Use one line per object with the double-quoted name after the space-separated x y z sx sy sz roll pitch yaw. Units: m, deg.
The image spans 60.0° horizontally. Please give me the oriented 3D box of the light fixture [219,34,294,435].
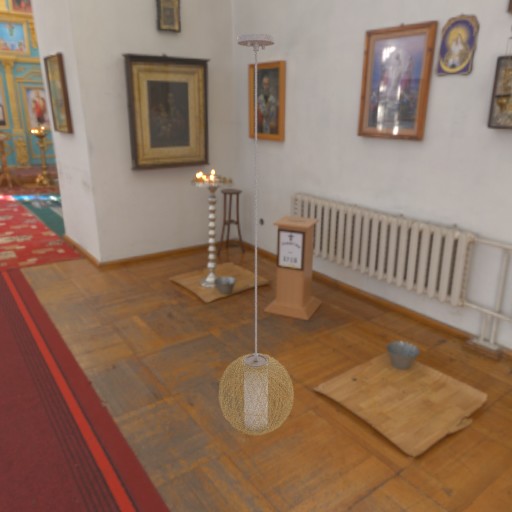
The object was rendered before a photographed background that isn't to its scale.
0.000 0.000 2.180 0.406 1.955 0.407 3 17 9 "light fixture"
